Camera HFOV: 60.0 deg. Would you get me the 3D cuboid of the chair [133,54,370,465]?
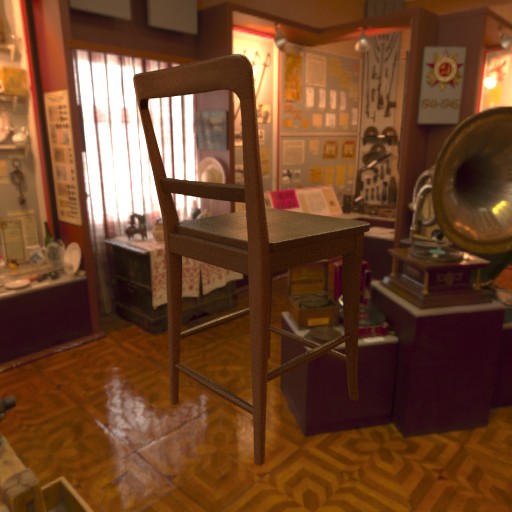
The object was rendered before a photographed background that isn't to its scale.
[{"bbox_3d":[0.000,0.000,1.302,0.546,0.991,0.450,-14,20,-43],"label":"chair"}]
